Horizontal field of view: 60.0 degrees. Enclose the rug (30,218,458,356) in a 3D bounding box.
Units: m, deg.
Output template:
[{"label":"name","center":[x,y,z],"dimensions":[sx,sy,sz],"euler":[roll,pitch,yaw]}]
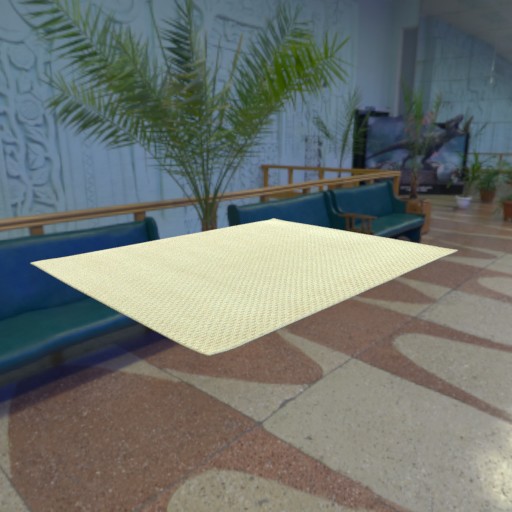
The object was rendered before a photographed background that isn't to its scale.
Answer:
[{"label":"rug","center":[0.000,0.000,3.789],"dimensions":[2.277,0.035,2.897],"euler":[14,21,43]}]
